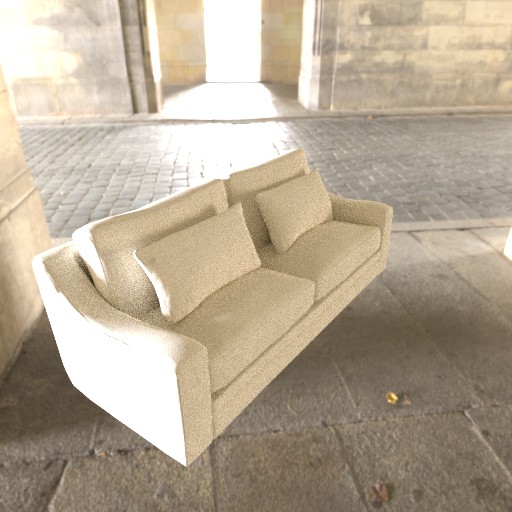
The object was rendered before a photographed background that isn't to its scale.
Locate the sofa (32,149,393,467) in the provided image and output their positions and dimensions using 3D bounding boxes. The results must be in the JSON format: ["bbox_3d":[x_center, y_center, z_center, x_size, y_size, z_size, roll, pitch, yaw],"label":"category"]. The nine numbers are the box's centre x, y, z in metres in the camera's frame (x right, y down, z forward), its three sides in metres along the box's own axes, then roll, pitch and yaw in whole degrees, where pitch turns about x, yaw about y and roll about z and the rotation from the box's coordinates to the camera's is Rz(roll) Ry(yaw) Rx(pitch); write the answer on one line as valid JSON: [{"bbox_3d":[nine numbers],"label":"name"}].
[{"bbox_3d":[0.000,0.000,2.981,1.009,1.022,2.470,18,31,32],"label":"sofa"}]
